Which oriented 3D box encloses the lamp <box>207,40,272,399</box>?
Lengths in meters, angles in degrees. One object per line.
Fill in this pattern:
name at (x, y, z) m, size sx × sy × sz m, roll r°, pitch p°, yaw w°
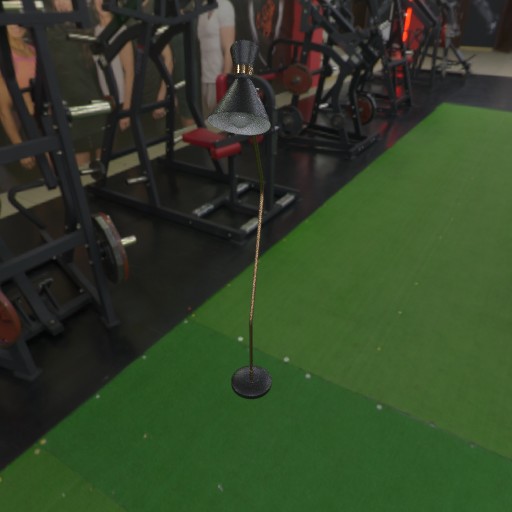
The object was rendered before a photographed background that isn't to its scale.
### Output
lamp at (0.000, 0.000, 1.627) m, size 0.277 × 1.438 × 0.467 m, roll 20°, pitch 37°, yaw 29°
